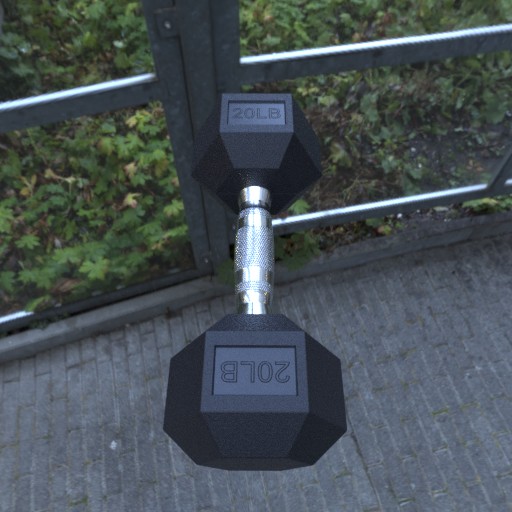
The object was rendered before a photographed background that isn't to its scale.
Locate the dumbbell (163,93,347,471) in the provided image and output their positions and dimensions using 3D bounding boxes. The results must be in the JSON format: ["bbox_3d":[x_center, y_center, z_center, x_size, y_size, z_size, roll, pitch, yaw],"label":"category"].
[{"bbox_3d":[0.000,0.000,0.316,0.106,0.092,0.272,0,58,0],"label":"dumbbell"}]
